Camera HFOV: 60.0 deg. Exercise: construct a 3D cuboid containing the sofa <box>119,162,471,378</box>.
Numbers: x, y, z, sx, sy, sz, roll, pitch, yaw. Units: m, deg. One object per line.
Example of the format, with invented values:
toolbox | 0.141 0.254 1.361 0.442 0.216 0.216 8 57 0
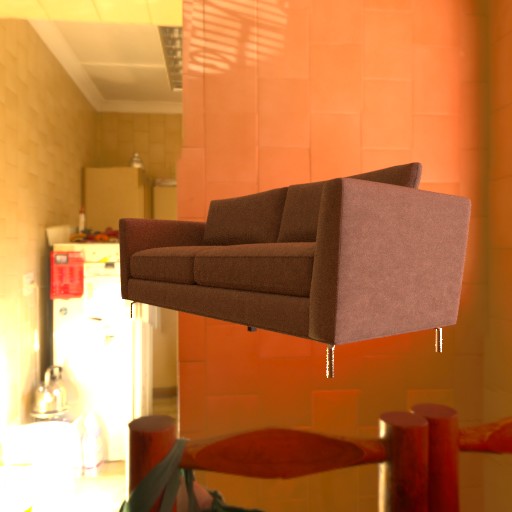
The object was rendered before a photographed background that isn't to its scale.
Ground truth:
sofa | 0.000 0.000 2.569 0.889 0.864 2.121 0 0 -37
